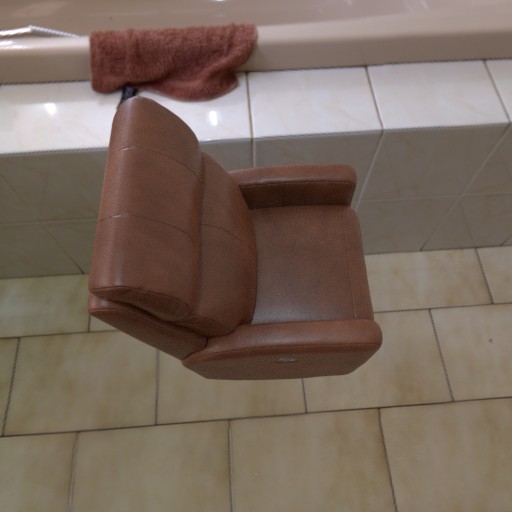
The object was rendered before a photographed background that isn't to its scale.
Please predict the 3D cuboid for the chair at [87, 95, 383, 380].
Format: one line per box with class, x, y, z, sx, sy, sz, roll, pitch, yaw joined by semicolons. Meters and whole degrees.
chair;0.000;0.000;1.710;0.939;1.016;0.787;-2;64;-1
